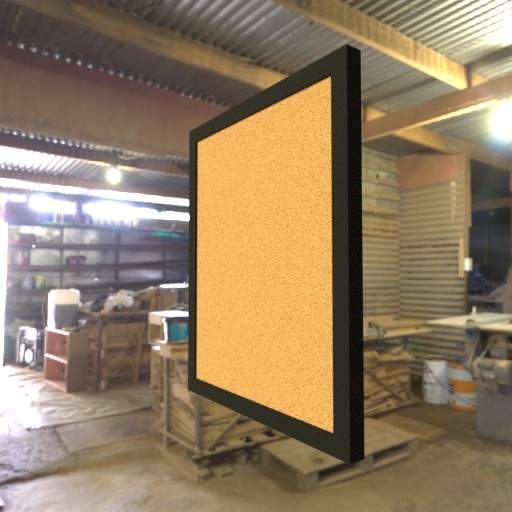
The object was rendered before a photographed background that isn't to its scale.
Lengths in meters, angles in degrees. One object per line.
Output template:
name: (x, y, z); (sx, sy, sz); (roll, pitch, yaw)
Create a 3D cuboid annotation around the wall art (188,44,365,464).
wall art: (0.000, 0.000, 0.782); (0.029, 0.559, 0.457); (2, -3, -36)
